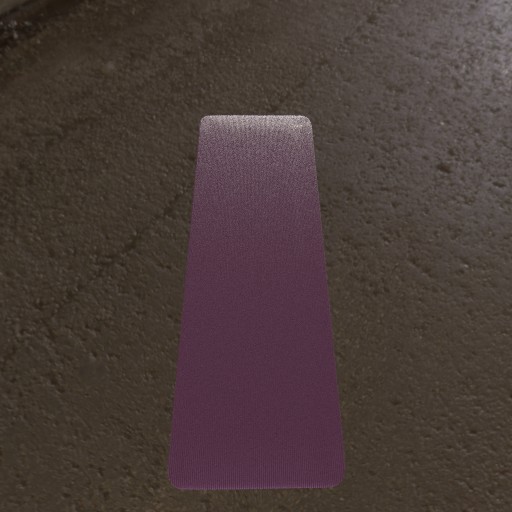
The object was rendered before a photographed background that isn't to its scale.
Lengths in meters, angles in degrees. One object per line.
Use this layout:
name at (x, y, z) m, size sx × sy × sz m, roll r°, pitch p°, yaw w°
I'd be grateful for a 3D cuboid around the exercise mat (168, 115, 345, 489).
exercise mat at (0.000, 0.000, 2.001) m, size 0.616 × 0.021 × 1.869 m, roll 0°, pitch 58°, yaw 0°
